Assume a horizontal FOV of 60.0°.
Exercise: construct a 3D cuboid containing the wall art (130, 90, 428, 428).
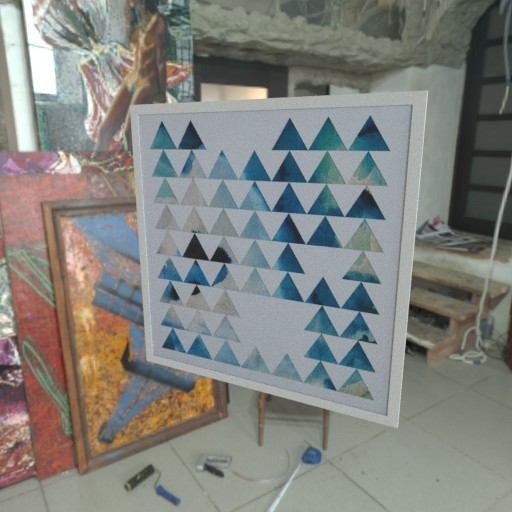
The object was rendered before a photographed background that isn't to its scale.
[{"bbox_3d":[0.000,0.000,0.681,0.456,0.456,0.007,7,16,26],"label":"wall art"}]
